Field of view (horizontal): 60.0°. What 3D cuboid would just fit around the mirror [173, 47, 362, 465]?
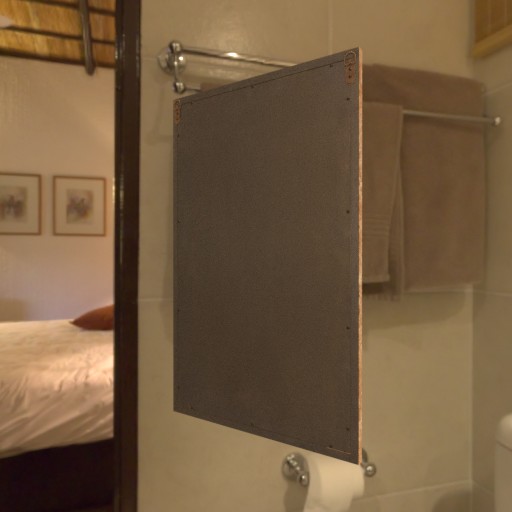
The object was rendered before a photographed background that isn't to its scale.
[{"bbox_3d":[0.000,0.000,0.987,0.495,0.787,0.058,0,0,36],"label":"mirror"}]
